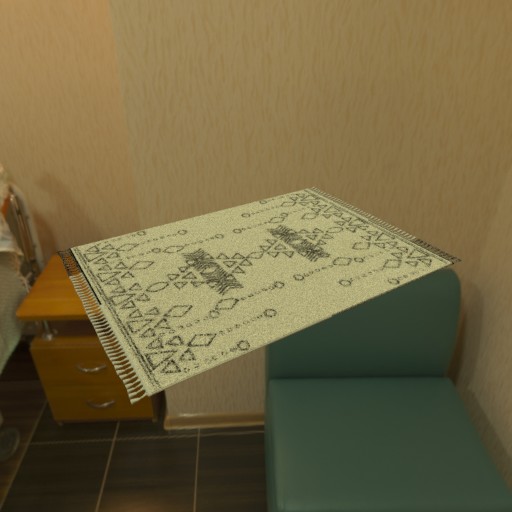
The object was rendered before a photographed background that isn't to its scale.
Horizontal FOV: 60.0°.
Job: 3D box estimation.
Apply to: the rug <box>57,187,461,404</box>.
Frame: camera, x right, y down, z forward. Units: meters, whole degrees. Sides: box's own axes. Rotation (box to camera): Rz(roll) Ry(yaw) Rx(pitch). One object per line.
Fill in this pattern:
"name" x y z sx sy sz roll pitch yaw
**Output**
"rug" 0.000 0.000 3.070 2.312 0.013 1.600 -18 35 -28
